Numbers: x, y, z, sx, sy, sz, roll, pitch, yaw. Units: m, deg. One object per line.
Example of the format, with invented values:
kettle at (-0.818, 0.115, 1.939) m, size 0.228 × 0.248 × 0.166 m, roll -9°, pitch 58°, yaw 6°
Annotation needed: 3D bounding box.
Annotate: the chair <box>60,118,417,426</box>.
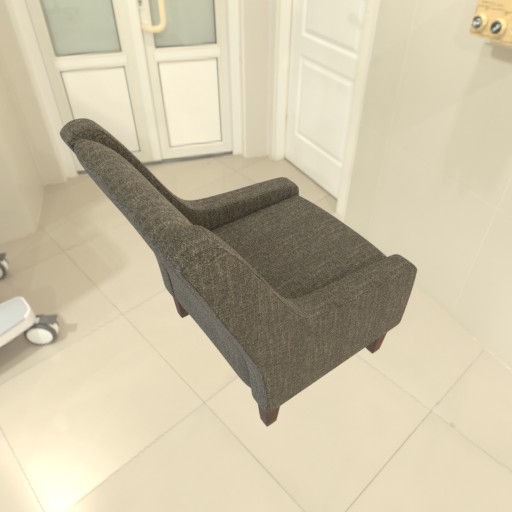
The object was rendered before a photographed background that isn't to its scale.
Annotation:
chair at (0.000, 0.000, 1.646) m, size 0.944 × 1.012 × 0.793 m, roll -25°, pitch 47°, yaw -26°
